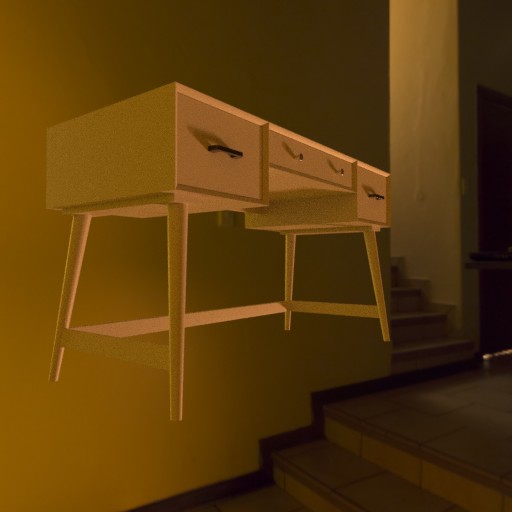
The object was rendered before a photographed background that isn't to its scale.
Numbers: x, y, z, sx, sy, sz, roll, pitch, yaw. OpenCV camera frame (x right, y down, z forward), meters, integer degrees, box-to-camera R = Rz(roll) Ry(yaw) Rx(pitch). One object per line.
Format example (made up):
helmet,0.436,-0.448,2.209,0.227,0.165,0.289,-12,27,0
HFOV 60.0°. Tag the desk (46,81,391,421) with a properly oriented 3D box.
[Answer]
desk,0.000,0.000,1.677,0.589,0.762,1.313,-1,-1,37
